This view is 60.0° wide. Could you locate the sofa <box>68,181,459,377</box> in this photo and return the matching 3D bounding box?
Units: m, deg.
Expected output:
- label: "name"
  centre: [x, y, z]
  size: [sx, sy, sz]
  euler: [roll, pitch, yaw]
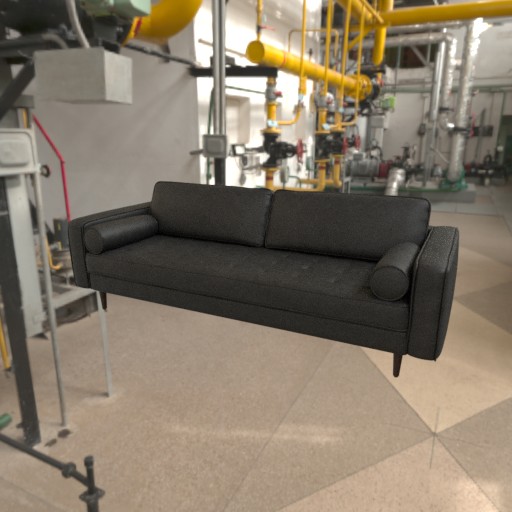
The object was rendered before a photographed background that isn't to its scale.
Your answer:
- label: "sofa"
  centre: [0.000, 0.000, 2.679]
  size: [2.210, 0.762, 0.914]
  euler: [8, 18, 25]
